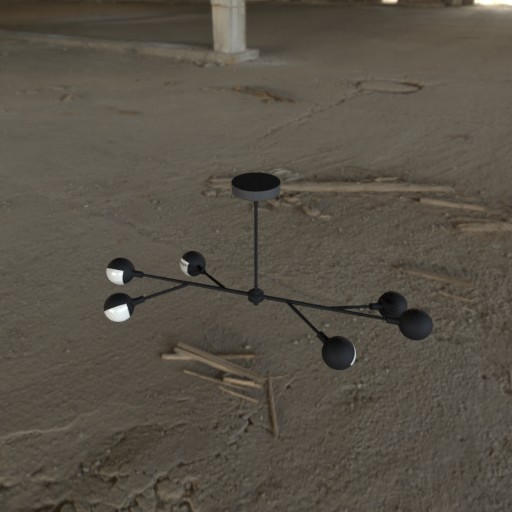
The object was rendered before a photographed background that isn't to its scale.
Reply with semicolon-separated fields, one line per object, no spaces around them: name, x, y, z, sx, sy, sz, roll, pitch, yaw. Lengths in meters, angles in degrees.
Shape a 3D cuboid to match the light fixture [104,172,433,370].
light fixture;0.000;0.000;1.007;0.778;0.362;0.434;19;37;27
